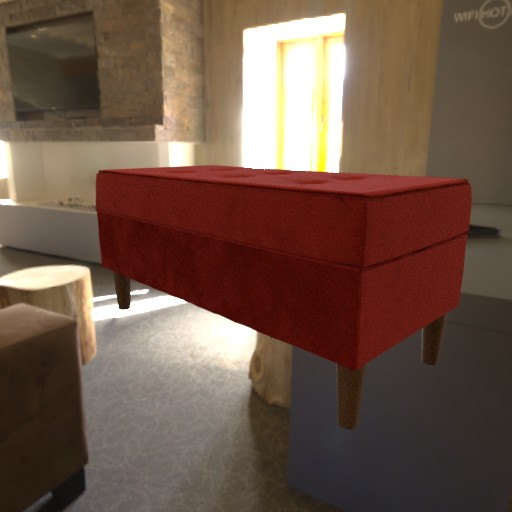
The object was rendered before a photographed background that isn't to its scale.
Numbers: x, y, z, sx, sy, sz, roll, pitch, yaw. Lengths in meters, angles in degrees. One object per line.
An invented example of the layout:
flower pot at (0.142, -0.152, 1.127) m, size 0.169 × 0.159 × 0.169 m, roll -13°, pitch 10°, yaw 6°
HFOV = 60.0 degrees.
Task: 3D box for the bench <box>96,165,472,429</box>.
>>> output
bench at (0.000, 0.000, 1.287) m, size 0.492 × 0.471 × 1.016 m, roll -14°, pitch 20°, yaw -43°
